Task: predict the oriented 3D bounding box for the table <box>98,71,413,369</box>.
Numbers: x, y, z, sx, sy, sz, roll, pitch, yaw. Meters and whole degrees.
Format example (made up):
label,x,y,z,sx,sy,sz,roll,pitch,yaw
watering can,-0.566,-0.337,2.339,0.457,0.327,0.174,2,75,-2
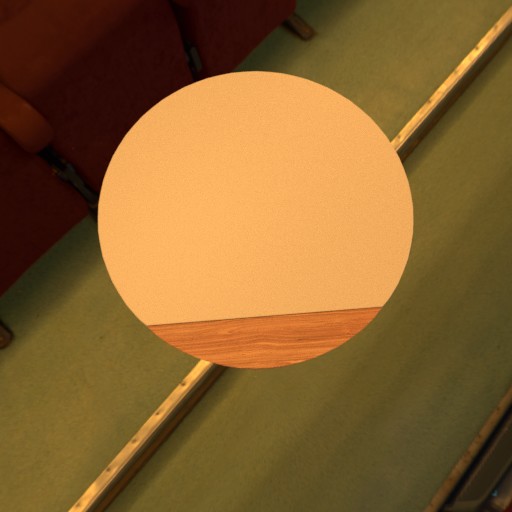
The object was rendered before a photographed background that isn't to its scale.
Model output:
label,x,y,z,sx,sy,sz,roll,pitch,yaw
table,0.000,0.000,0.862,0.450,0.525,0.450,0,75,0
